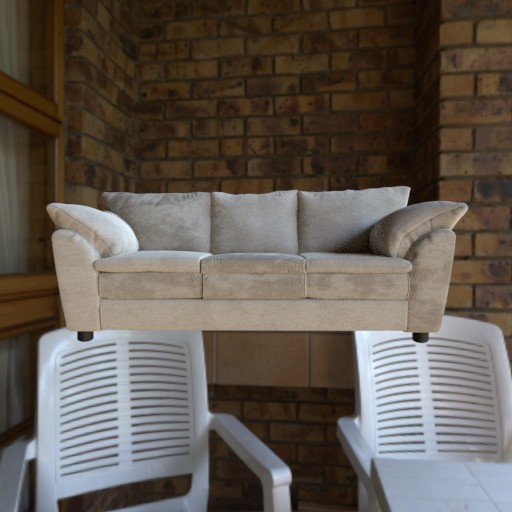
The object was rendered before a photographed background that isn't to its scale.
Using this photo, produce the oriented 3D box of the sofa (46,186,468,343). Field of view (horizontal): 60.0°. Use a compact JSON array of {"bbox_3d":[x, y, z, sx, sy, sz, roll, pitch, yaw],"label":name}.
[{"bbox_3d":[0.000,0.000,2.875,2.377,0.981,0.893,0,0,1],"label":"sofa"}]
